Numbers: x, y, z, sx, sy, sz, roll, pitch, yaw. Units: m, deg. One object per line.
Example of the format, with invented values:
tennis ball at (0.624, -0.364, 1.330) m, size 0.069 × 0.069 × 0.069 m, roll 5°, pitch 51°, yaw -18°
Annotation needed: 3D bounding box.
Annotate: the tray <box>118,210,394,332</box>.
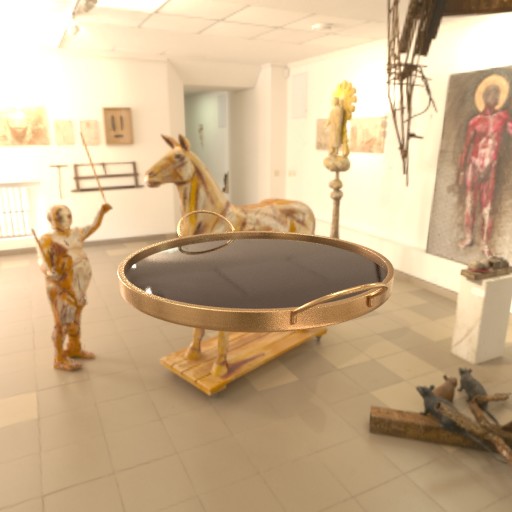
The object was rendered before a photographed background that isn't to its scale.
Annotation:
tray at (0.000, 0.000, 0.731) m, size 0.438 × 0.069 × 0.543 m, roll -8°, pitch 18°, yaw -26°
